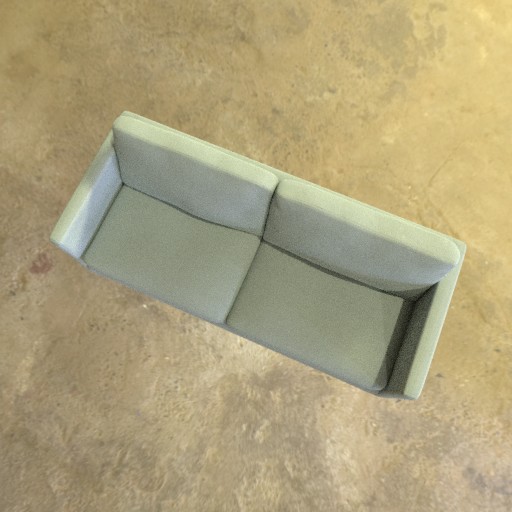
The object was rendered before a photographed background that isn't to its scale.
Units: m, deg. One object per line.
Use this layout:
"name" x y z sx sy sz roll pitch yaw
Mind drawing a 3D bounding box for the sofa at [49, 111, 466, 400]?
"sofa" 0.000 0.000 2.743 2.208 0.965 0.951 23 75 6
